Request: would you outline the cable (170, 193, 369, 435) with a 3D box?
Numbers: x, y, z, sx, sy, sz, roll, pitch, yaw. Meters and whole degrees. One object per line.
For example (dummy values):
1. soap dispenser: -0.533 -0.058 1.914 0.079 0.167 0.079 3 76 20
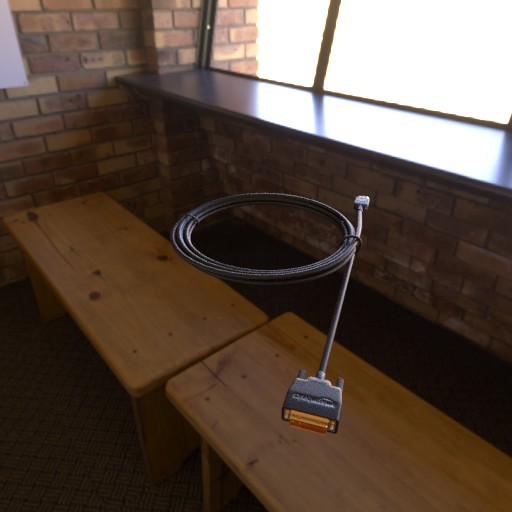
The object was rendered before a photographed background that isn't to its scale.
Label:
1. cable: 0.000 0.000 0.522 0.257 0.030 0.422 9 32 15
